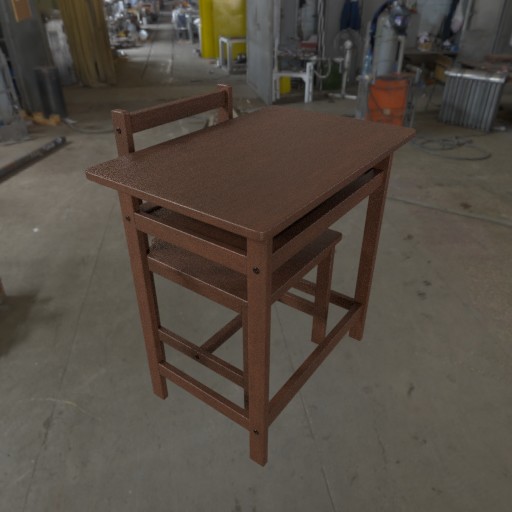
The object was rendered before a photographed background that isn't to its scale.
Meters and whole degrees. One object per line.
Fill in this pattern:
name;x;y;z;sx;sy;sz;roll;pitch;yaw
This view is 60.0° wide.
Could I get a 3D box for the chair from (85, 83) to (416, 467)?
chair;0.000;0.000;1.046;0.463;0.673;0.599;21;38;30
